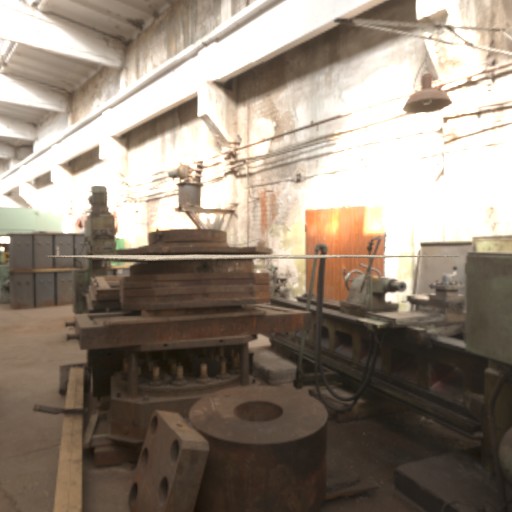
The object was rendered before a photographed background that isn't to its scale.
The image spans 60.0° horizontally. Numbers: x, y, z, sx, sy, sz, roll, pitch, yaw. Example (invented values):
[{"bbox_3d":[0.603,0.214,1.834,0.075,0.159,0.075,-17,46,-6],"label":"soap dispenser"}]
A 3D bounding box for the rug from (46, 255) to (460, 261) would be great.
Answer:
[{"bbox_3d":[0.000,0.000,2.791,2.133,0.013,1.522,0,1,-37],"label":"rug"}]
